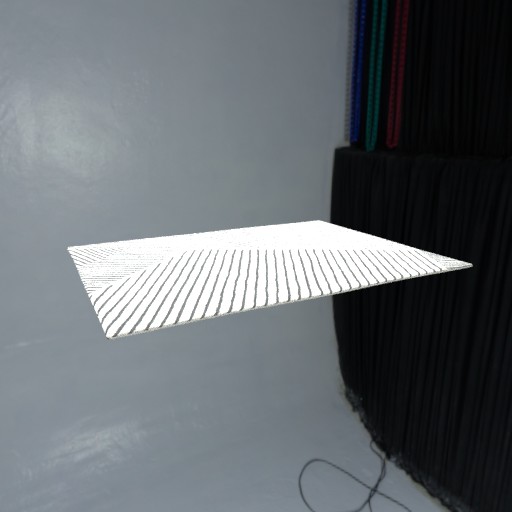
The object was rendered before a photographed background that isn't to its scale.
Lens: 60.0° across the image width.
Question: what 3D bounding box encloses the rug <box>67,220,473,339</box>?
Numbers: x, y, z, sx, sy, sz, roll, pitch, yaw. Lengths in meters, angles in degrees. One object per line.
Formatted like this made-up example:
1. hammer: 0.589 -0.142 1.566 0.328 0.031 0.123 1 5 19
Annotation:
1. rug: 0.000 0.000 3.298 2.449 0.028 1.829 -8 17 -27
